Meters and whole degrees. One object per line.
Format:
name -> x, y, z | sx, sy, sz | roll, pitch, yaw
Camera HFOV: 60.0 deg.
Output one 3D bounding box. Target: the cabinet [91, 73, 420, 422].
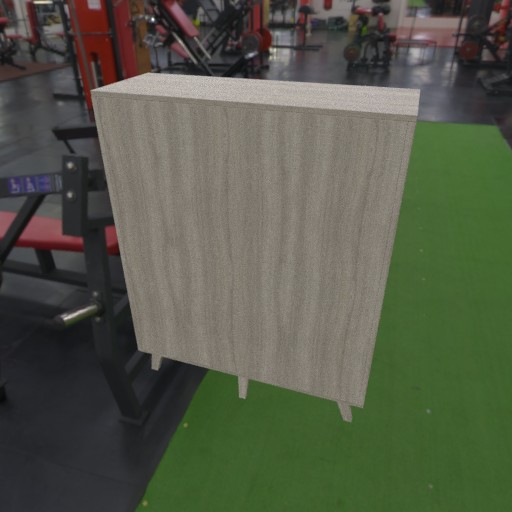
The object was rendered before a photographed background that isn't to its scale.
cabinet -> 0.000, 0.000, 1.943 | 1.111, 1.388, 0.398 | 10, 33, 16
